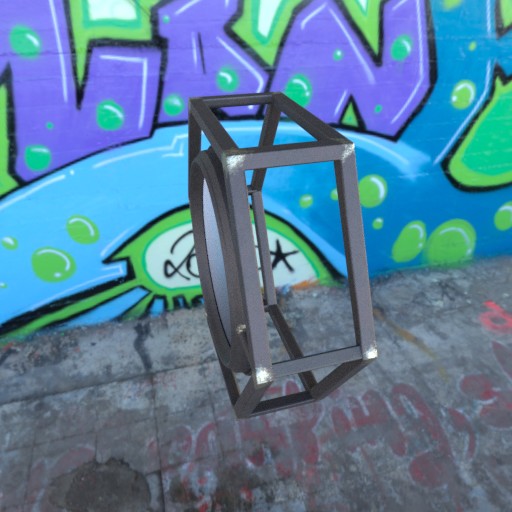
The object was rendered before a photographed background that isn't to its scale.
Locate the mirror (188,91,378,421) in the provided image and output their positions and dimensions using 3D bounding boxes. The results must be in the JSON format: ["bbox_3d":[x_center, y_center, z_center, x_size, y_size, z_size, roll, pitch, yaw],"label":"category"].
[{"bbox_3d":[0.000,0.000,0.536,0.119,0.334,0.380,-9,34,-13],"label":"mirror"}]
